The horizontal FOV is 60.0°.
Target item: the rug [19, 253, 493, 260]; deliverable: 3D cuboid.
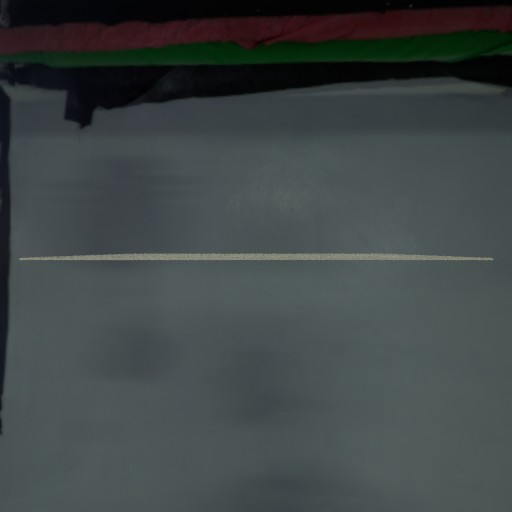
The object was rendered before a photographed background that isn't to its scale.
[{"bbox_3d":[0.000,0.000,4.063,3.046,0.015,2.446,0,1,0],"label":"rug"}]
